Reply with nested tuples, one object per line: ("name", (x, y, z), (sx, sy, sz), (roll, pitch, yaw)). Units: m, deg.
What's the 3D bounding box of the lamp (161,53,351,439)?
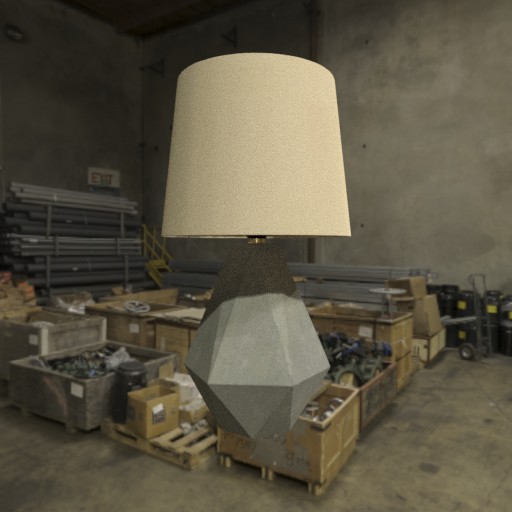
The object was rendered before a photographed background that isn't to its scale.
("lamp", (0.000, 0.000, 0.660), (0.276, 0.501, 0.276), (0, 2, 0))
